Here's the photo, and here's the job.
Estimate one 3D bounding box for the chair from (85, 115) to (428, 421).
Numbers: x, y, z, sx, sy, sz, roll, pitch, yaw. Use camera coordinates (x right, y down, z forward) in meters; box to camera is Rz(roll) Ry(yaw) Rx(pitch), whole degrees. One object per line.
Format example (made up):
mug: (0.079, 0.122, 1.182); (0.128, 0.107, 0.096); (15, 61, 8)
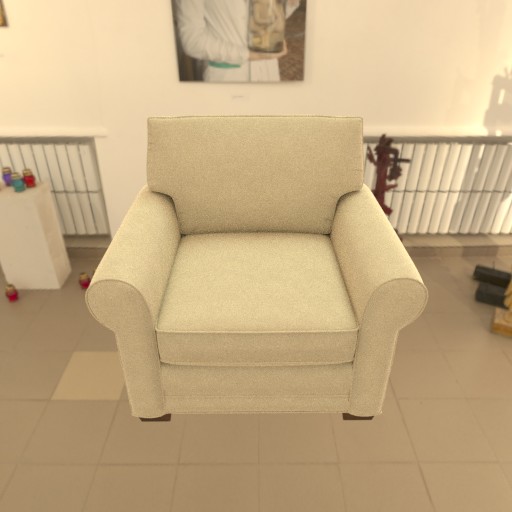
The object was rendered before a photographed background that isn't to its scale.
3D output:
chair: (0.000, 0.000, 1.733); (1.040, 0.955, 0.863); (0, 31, 0)
